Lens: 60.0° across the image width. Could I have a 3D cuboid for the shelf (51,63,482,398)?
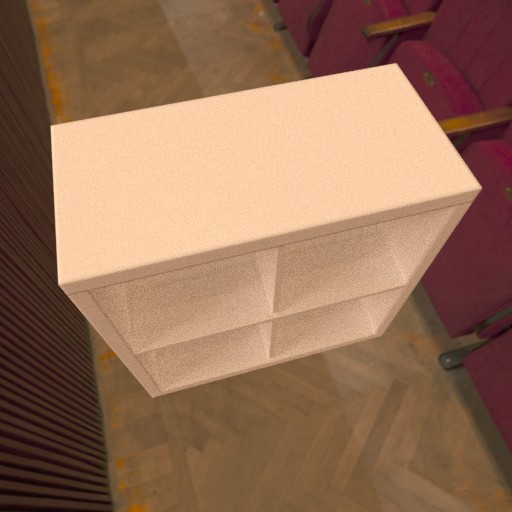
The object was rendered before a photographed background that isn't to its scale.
[{"bbox_3d":[0.000,0.000,1.227,0.790,0.786,0.390,-13,60,-8],"label":"shelf"}]
